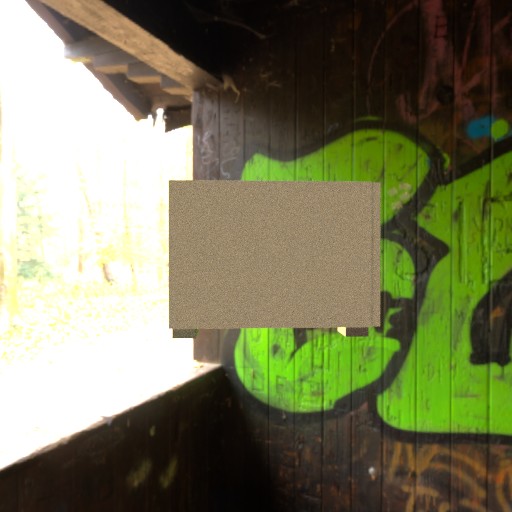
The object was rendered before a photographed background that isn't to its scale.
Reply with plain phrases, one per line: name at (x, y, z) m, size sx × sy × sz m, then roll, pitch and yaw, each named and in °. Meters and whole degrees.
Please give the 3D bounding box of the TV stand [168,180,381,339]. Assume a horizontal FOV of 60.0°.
TV stand at (0.000, 0.000, 1.571) m, size 0.420 × 0.310 × 1.400 m, roll 0°, pitch 1°, yaw -3°
